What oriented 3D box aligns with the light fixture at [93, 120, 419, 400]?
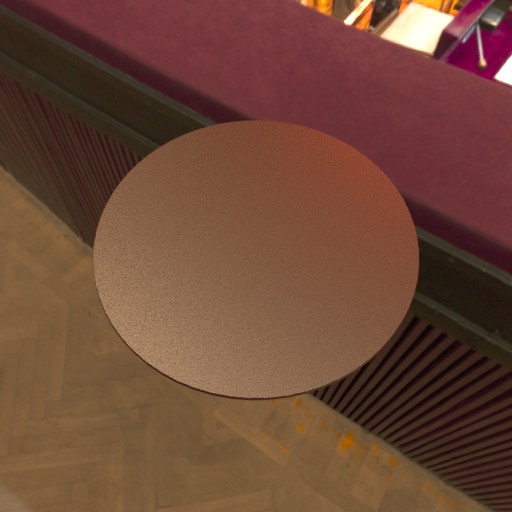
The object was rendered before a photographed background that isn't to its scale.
[{"bbox_3d":[0.000,0.000,0.548,0.368,0.100,0.368,0,60,0],"label":"light fixture"}]
